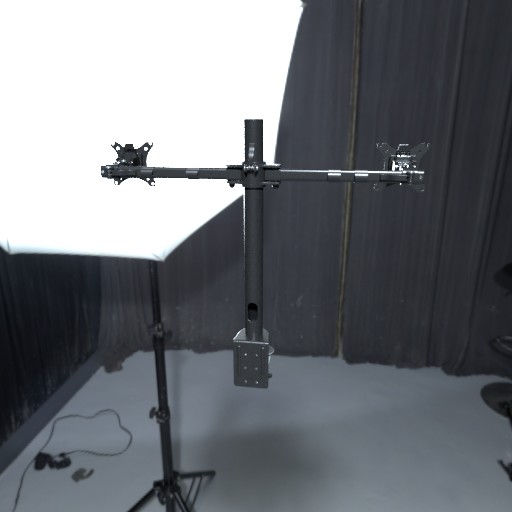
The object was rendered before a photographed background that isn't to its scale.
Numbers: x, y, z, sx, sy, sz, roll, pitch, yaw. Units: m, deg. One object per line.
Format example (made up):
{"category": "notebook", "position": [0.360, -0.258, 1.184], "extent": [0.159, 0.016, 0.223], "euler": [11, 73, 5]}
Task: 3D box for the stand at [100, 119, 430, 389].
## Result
{"category": "stand", "position": [0.000, 0.000, 1.021], "extent": [0.743, 0.603, 0.150], "euler": [3, 17, 9]}
